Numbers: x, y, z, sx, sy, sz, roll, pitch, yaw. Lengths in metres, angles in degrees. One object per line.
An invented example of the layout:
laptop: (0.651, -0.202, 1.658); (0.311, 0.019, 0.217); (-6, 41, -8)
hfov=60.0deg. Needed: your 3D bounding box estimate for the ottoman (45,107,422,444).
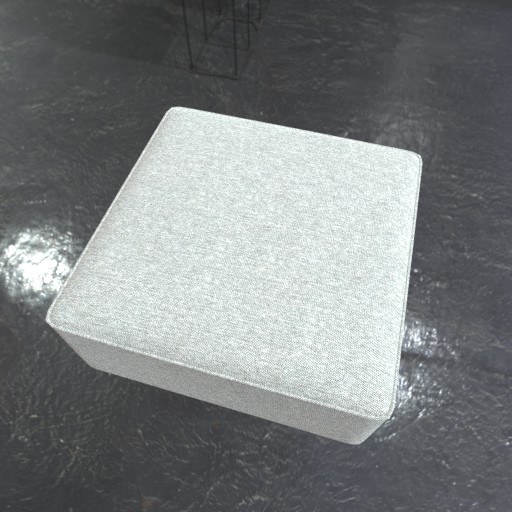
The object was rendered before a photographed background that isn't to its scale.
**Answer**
ottoman: (0.000, 0.000, 1.597); (1.005, 0.455, 1.005); (14, 58, 9)
